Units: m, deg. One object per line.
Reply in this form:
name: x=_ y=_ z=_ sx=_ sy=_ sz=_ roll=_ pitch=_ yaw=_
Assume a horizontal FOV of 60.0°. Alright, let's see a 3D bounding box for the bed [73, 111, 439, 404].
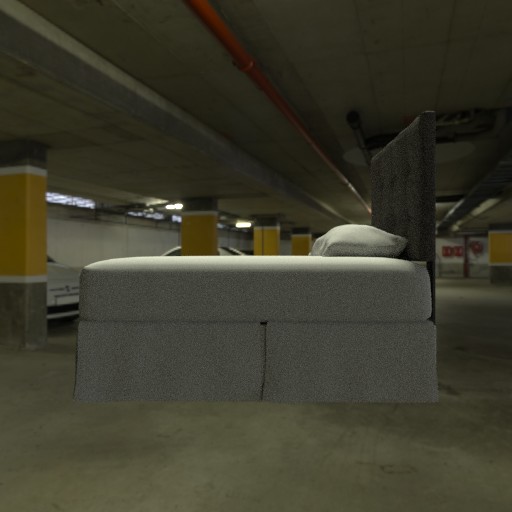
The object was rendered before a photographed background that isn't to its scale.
bed: x=0.000 y=0.000 z=2.962 sx=1.997 sy=1.571 sz=1.261 roll=0 pitch=0 yaw=1
